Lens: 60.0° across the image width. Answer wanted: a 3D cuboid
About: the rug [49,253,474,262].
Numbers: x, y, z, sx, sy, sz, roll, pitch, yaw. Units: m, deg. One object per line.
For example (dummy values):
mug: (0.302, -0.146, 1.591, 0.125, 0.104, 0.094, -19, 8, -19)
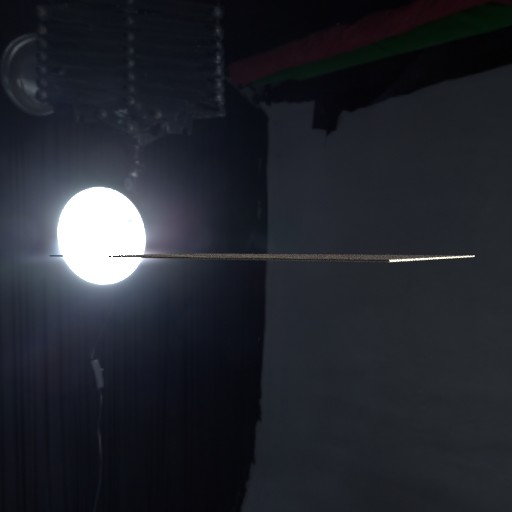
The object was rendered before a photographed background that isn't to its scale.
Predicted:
rug: (0.000, 0.000, 2.845, 2.284, 0.008, 1.522, 1, 1, 36)
